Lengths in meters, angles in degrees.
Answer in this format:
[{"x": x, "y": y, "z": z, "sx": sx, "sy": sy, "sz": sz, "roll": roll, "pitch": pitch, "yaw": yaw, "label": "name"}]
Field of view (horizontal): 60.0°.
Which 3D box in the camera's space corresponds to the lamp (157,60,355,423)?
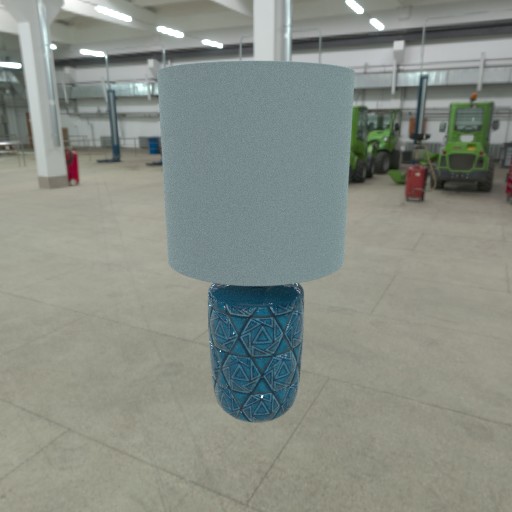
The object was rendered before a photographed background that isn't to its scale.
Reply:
[{"x": 0.000, "y": 0.000, "z": 0.494, "sx": 0.193, "sy": 0.377, "sz": 0.193, "roll": -2, "pitch": 17, "yaw": -8, "label": "lamp"}]
